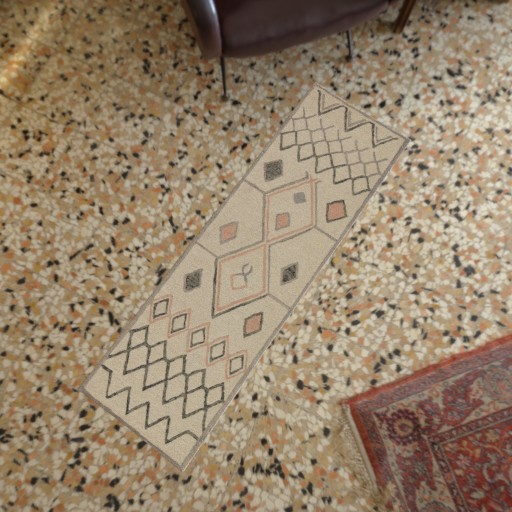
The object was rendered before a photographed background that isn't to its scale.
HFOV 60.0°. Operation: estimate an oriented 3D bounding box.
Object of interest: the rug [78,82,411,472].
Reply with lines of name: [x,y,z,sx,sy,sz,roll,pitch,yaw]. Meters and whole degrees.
rug: [0.000,0.000,2.696,0.750,0.011,2.435,34,78,8]
